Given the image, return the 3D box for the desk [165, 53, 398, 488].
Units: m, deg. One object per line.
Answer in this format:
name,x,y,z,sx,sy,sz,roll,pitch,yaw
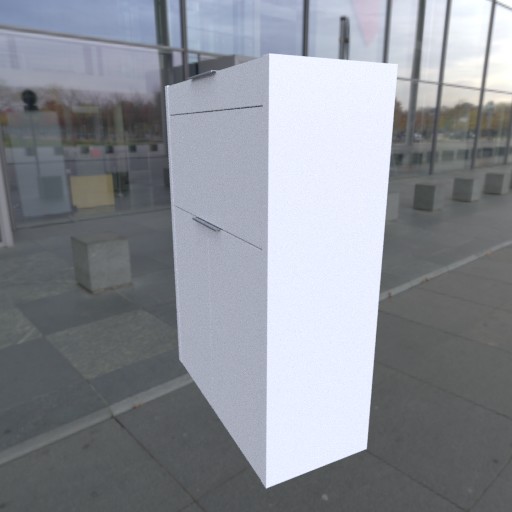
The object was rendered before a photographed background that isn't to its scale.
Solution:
desk,0.000,0.000,1.583,0.390,1.190,0.850,-8,18,-25
